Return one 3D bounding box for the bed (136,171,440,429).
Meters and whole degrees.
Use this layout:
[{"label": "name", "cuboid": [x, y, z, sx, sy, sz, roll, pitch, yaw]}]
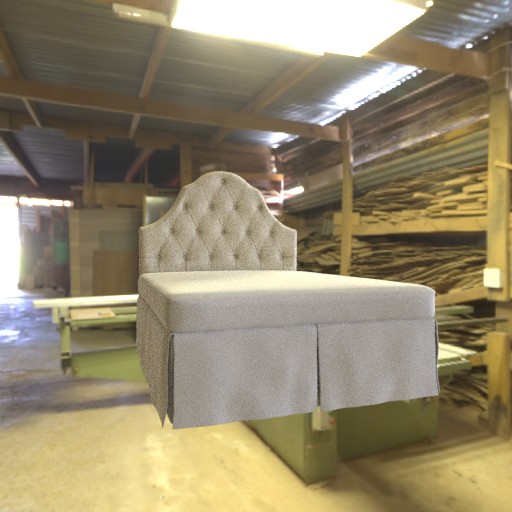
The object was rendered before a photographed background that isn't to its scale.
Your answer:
[{"label": "bed", "cuboid": [0.000, 0.000, 3.252, 1.627, 1.575, 2.092, 0, 1, -19]}]
